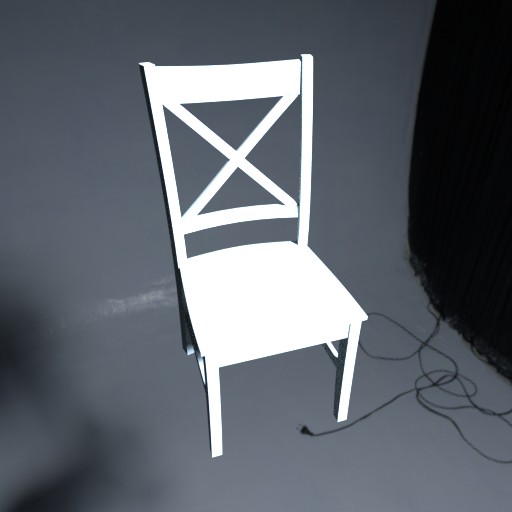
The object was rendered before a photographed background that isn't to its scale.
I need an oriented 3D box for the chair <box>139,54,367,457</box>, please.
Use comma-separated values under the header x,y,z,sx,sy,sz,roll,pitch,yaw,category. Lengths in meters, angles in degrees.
x,y,z,sx,sy,sz,roll,pitch,yaw,category
0.000,0.000,1.282,0.485,0.983,0.542,-10,34,-15,chair
